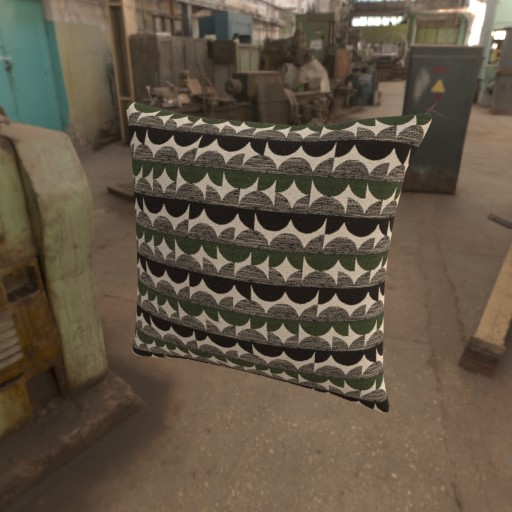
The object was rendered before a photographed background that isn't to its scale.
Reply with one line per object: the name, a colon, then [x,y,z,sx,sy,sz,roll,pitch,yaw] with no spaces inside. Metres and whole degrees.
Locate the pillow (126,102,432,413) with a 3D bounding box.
pillow: [0.000,0.000,0.635,0.419,0.404,0.180,8,26,17]
